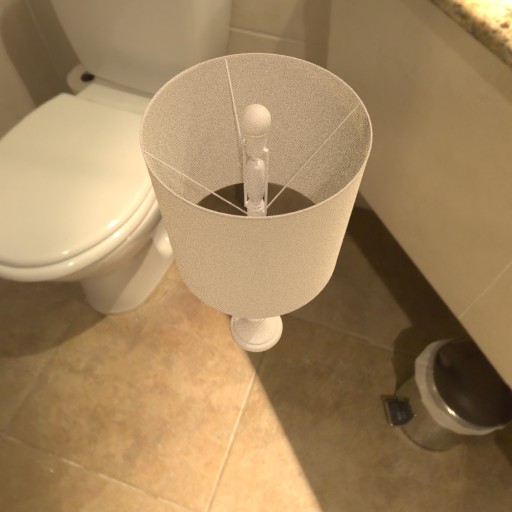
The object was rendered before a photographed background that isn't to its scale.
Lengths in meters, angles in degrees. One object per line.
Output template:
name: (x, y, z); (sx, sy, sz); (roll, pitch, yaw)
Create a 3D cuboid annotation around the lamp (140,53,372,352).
lamp: (0.000, 0.000, 0.717); (0.250, 0.597, 0.250); (-15, 60, -9)
